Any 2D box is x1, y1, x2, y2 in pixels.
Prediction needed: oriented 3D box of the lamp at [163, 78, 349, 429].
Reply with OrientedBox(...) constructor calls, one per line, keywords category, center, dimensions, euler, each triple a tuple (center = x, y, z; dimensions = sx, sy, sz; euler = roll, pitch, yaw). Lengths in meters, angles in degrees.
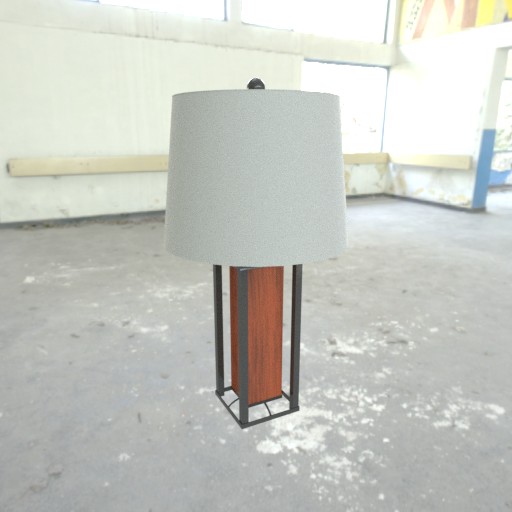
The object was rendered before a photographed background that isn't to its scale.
OrientedBox(category="lamp", center=(0.000, 0.000, 0.787), dimensions=(0.320, 0.591, 0.320), euler=(0, 15, 0))
